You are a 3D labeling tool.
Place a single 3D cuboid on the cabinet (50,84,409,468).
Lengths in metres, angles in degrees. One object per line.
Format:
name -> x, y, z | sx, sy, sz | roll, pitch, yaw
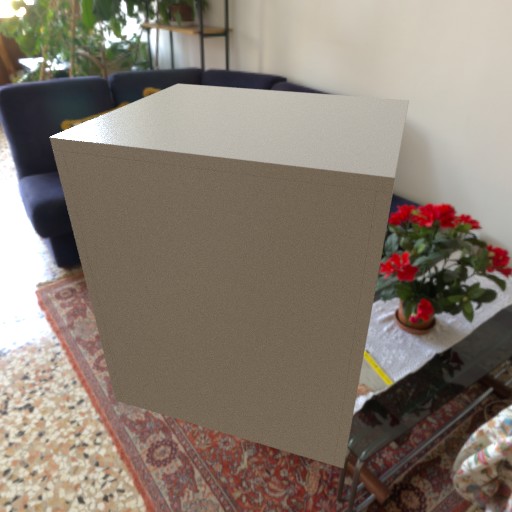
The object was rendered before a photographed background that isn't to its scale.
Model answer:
cabinet -> 0.000, 0.000, 0.746 | 0.400, 0.470, 0.360 | 10, 34, 16
